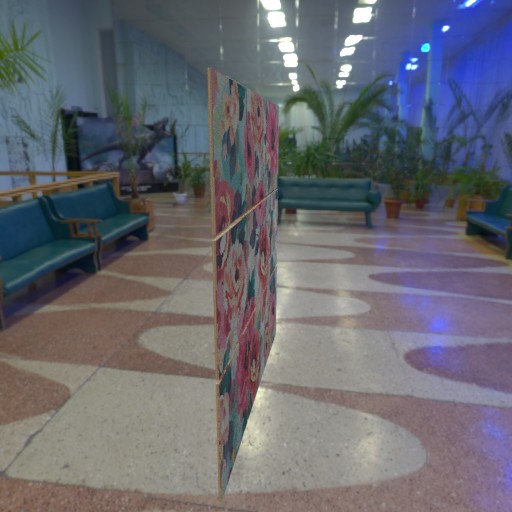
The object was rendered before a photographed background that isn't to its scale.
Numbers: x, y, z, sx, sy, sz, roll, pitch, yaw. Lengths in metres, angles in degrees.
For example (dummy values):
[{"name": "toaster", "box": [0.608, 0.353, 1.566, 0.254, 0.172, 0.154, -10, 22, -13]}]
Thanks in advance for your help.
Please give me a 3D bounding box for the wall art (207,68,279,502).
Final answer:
[{"name": "wall art", "box": [0.000, 0.000, 2.199, 0.013, 1.519, 1.521, 3, 15, 10]}]
